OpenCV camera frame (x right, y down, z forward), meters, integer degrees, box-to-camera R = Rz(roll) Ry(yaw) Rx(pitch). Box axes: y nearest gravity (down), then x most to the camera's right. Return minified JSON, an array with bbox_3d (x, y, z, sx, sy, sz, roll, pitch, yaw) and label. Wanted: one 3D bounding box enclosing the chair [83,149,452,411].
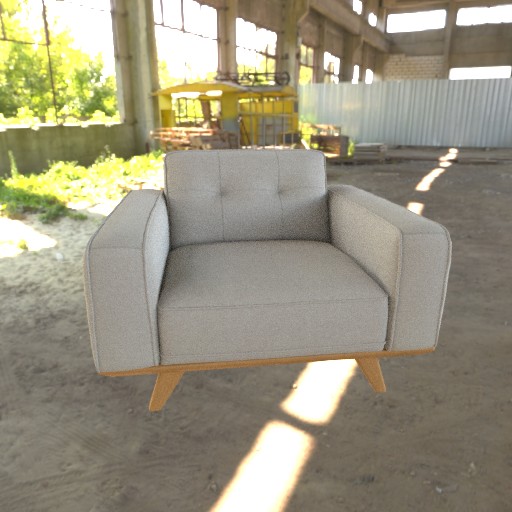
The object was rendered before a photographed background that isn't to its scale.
[{"bbox_3d":[0.000,0.000,1.749,1.115,0.779,0.953,-2,18,-7],"label":"chair"}]
